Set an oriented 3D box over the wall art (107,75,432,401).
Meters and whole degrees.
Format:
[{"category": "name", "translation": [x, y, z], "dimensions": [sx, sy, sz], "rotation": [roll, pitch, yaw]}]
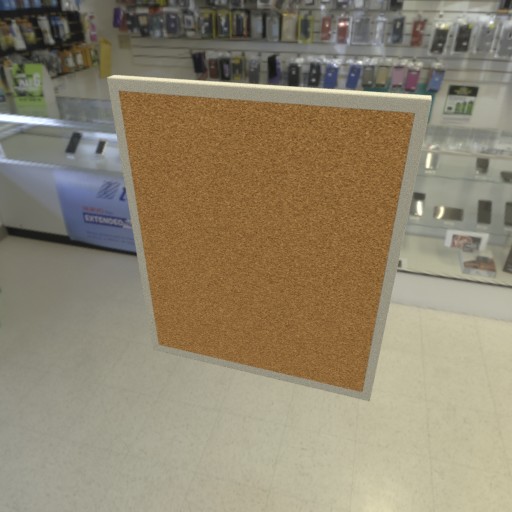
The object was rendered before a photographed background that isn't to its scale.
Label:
[{"category": "wall art", "translation": [0.000, 0.000, 0.734], "dimensions": [0.444, 0.536, 0.020], "rotation": [10, 34, 15]}]
